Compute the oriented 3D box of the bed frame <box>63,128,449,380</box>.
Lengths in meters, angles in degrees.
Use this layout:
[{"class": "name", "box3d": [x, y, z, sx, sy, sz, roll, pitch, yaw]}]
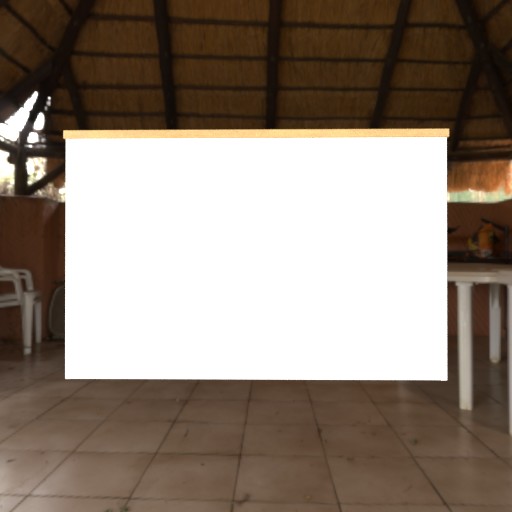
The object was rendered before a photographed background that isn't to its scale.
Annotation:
[{"class": "bed frame", "box3d": [0.000, 0.000, 1.704, 1.300, 0.850, 0.430, 0, 0, 1]}]
